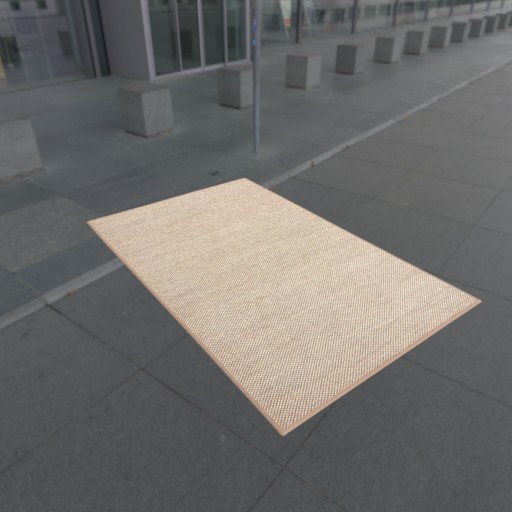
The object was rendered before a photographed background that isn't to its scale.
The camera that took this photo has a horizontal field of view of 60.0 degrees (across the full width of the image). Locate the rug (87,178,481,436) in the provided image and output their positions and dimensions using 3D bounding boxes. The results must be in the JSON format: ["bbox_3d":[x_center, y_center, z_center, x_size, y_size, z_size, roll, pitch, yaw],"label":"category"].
[{"bbox_3d":[0.000,0.000,2.108,1.061,0.012,1.668,-22,38,-31],"label":"rug"}]
